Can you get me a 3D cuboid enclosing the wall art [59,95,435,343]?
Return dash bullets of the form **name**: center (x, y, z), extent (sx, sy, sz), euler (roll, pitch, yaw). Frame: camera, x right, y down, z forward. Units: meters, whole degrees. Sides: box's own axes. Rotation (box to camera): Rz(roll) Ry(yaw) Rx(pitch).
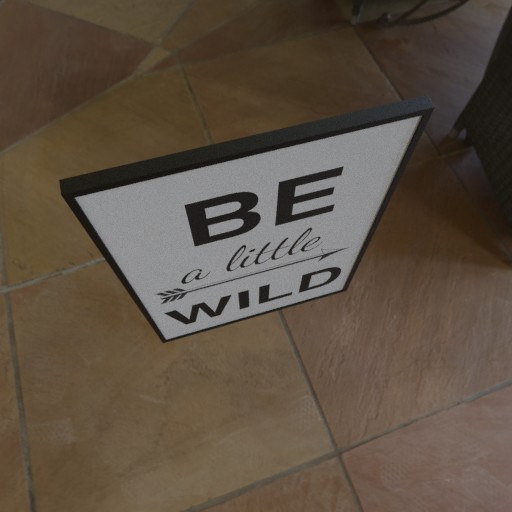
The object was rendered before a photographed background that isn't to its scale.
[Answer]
- **wall art**: center (0.000, 0.000, 1.399), extent (0.806, 1.062, 0.038), euler (-15, 64, -7)
